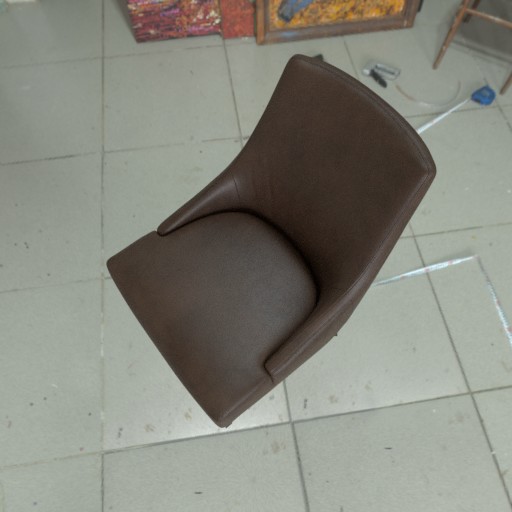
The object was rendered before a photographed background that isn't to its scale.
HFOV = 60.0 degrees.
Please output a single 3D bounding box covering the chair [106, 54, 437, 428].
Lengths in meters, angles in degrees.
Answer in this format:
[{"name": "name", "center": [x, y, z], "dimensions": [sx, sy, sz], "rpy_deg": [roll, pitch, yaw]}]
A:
[{"name": "chair", "center": [0.000, 0.000, 1.482], "dimensions": [0.861, 0.909, 0.701], "rpy_deg": [-35, 68, -16]}]
